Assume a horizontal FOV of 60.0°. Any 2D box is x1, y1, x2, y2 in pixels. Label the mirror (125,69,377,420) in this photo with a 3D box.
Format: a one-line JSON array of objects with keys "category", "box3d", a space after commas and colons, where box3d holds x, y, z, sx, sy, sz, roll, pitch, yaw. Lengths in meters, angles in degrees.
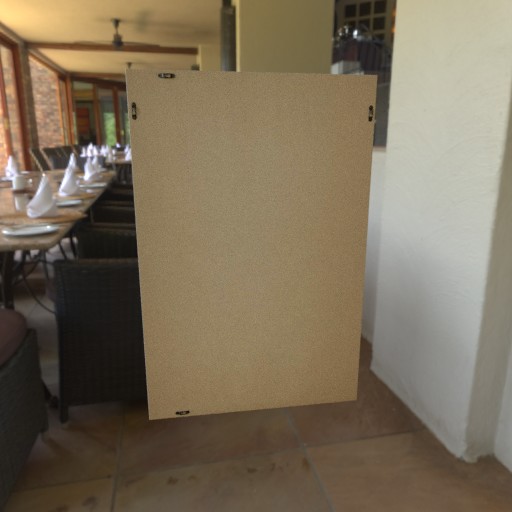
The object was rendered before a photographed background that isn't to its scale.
[{"category": "mirror", "box3d": [0.000, 0.000, 1.188, 0.609, 0.915, 0.040, -2, 15, -9]}]
